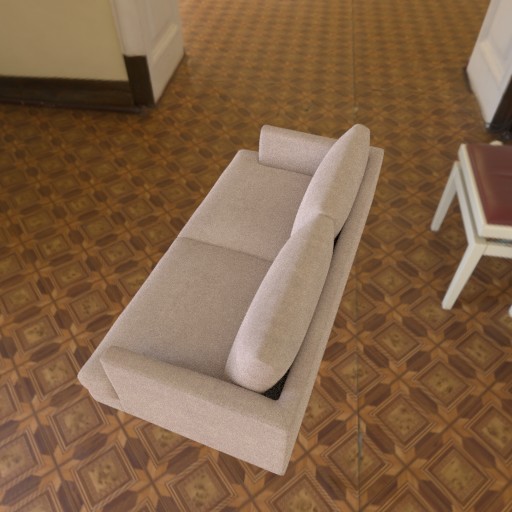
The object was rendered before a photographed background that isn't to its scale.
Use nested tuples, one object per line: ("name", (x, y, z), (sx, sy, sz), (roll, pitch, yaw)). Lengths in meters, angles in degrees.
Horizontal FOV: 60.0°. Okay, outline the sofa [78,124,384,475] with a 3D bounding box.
("sofa", (0.000, 0.000, 2.487), (1.020, 0.868, 1.948), (16, 49, 14))
